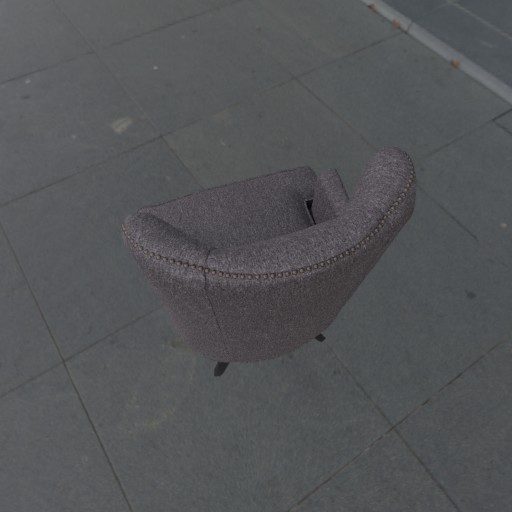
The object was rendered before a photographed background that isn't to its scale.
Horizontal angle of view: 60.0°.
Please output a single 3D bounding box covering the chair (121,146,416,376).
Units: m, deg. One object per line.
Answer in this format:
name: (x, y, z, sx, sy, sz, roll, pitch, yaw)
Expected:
chair: (0.000, 0.000, 1.571, 0.759, 1.060, 0.758, -16, 60, -10)
